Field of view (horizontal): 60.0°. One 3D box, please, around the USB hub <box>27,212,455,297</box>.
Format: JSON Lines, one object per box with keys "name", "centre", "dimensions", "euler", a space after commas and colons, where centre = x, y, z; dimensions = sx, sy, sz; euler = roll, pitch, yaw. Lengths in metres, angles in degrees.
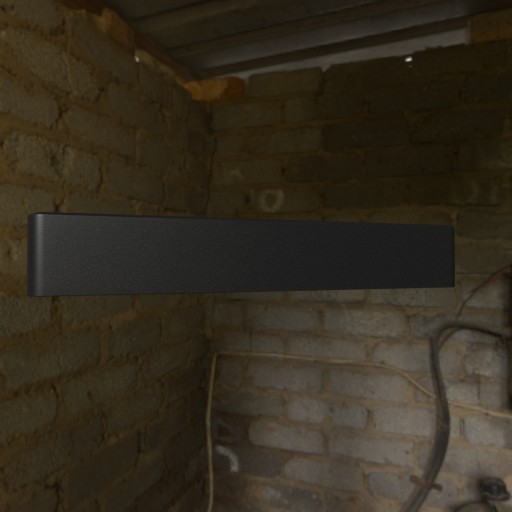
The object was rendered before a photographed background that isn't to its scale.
{"name": "USB hub", "centre": [0.000, 0.000, 0.162], "dimensions": [0.145, 0.023, 0.044], "euler": [0, -1, -19]}
